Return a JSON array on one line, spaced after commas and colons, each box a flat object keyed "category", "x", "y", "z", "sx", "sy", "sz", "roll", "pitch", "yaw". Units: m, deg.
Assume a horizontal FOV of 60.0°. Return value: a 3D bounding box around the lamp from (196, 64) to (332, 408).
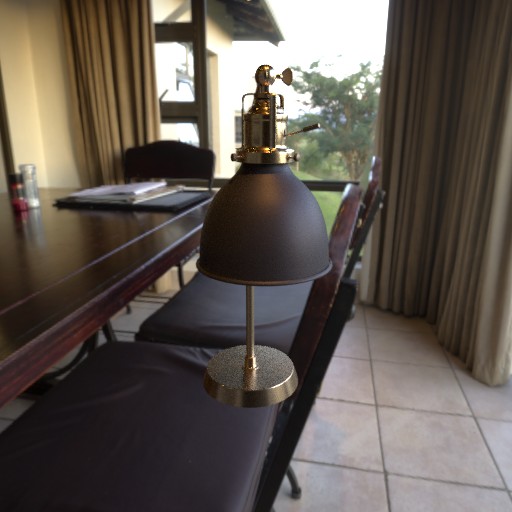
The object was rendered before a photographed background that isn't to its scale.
[{"category": "lamp", "x": 0.000, "y": 0.000, "z": 0.589, "sx": 0.160, "sy": 0.456, "sz": 0.291, "roll": -2, "pitch": 17, "yaw": -8}]
